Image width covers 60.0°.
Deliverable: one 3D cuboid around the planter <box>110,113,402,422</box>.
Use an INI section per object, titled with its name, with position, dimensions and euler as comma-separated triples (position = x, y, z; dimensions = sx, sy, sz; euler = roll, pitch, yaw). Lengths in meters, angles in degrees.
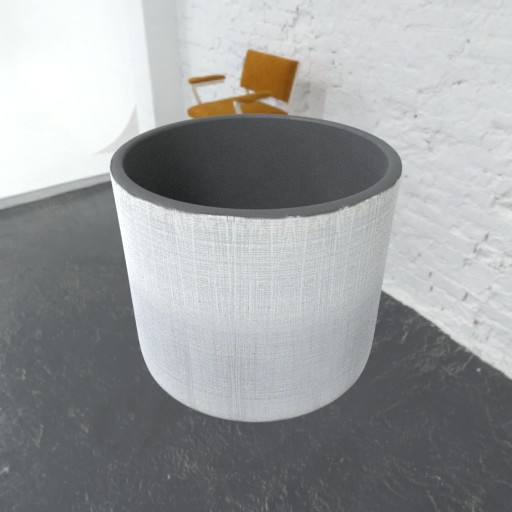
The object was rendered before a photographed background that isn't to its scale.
[planter]
position = 0.000, 0.000, 0.449
dimensions = 0.254, 0.221, 0.254
euler = 0, 33, 0
